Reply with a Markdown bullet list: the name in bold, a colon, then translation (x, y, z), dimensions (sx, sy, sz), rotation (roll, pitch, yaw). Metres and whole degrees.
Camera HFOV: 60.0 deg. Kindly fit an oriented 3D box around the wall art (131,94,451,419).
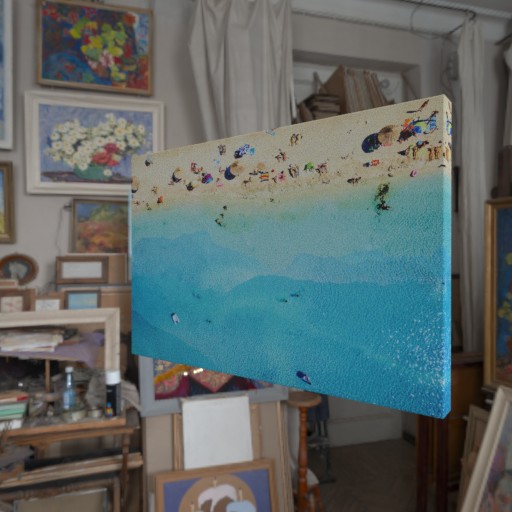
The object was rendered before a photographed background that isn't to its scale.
- **wall art**: translation (0.000, 0.000, 0.748), dimensions (0.609, 0.406, 0.039), rotation (0, 0, 36)
